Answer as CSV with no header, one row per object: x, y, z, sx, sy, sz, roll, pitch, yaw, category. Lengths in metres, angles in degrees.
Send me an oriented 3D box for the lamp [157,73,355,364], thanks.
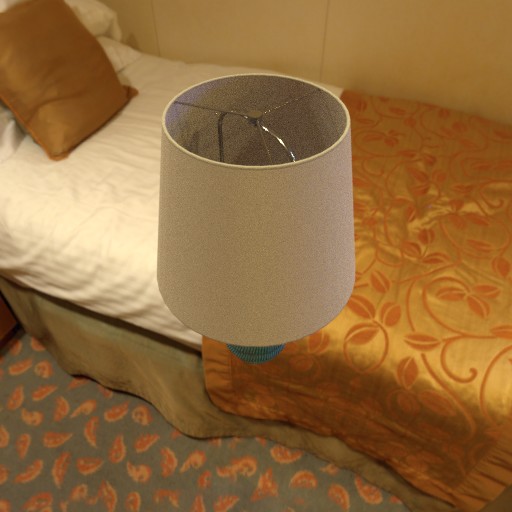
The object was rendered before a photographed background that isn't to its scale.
0.000,0.000,0.565,0.254,0.392,0.254,0,46,0,lamp
